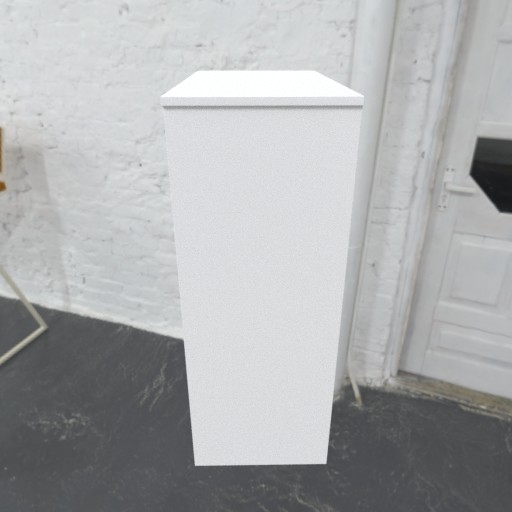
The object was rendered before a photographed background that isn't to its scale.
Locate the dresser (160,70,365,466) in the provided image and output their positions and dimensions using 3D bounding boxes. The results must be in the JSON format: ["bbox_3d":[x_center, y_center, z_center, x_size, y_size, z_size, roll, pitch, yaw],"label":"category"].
[{"bbox_3d":[0.000,0.000,1.378,0.401,1.021,0.704,0,26,-1],"label":"dresser"}]
